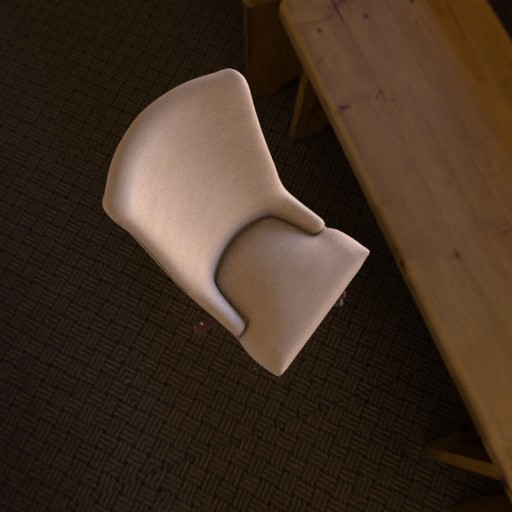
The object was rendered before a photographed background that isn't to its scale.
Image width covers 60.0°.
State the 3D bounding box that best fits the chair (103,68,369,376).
[{"bbox_3d":[0.000,0.000,1.444,0.696,1.010,0.645,37,79,9],"label":"chair"}]
